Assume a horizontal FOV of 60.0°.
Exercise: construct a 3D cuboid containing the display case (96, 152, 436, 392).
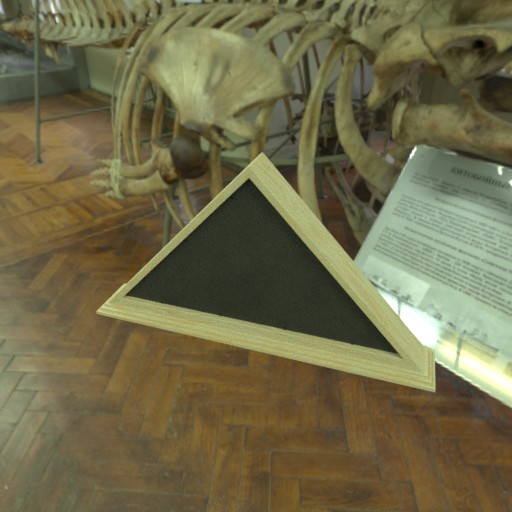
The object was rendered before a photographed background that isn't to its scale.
[{"bbox_3d":[0.000,0.000,0.751,0.640,0.340,0.095,10,33,15],"label":"display case"}]
